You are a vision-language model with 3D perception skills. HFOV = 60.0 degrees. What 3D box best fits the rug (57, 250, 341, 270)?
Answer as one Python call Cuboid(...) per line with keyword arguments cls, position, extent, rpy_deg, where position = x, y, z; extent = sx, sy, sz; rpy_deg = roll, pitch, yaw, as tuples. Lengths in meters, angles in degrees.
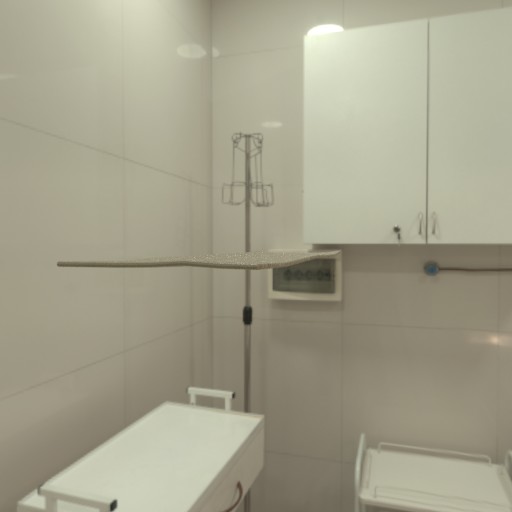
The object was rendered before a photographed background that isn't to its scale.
Cuboid(cls="rug", position=(0.000, 0.000, 2.641), extent=(0.752, 0.051, 2.452), rpy_deg=(0, 1, 17))
